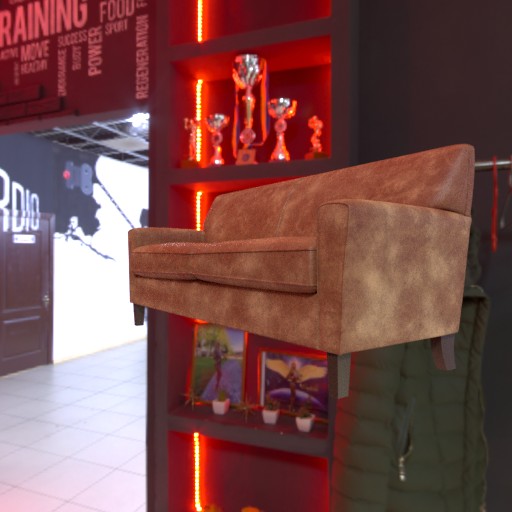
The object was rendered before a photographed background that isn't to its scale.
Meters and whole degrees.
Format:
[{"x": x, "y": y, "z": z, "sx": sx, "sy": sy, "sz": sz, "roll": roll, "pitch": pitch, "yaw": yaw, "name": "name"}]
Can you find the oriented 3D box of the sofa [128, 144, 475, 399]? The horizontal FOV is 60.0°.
[{"x": 0.000, "y": 0.000, "z": 2.445, "sx": 0.805, "sy": 0.947, "sz": 2.053, "roll": 0, "pitch": 0, "yaw": -35, "name": "sofa"}]
